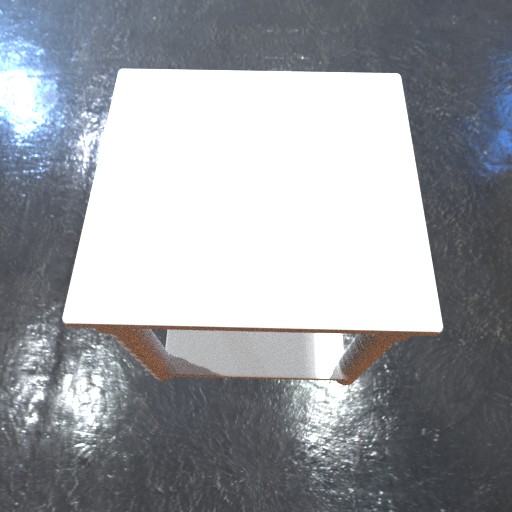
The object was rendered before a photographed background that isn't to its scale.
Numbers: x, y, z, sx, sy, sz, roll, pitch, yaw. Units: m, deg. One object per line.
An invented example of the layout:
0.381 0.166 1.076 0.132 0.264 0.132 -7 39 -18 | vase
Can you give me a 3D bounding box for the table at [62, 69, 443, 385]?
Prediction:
0.000 0.000 0.973 0.533 0.563 0.500 1 64 1 | table
